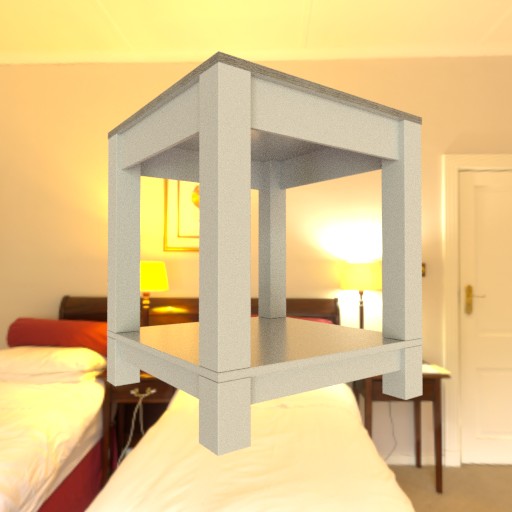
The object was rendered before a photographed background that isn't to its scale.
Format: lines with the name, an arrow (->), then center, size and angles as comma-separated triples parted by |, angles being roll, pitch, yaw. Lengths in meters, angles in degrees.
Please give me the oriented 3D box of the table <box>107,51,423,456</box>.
table -> 0.000, 0.000, 0.995 | 0.504, 0.587, 0.506 | 1, -1, -36
